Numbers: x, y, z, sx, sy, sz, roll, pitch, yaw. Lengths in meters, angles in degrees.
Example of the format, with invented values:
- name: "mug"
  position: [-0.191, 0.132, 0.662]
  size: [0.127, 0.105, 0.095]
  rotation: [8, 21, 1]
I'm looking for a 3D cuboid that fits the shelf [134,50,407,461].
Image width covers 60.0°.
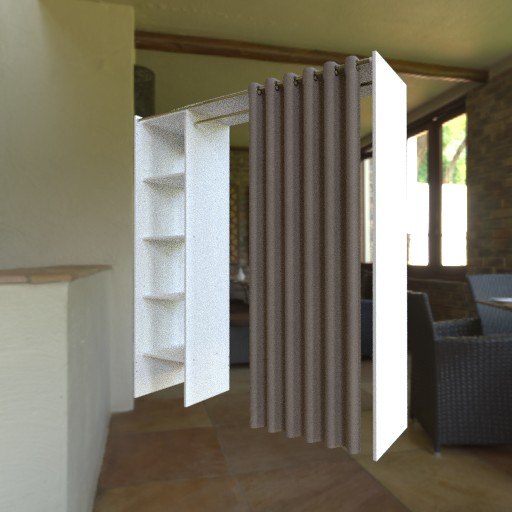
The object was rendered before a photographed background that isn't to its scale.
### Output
- name: "shelf"
  position: [0.000, 0.000, 2.600]
  size: [1.600, 1.820, 0.500]
  rotation: [0, 0, 34]
